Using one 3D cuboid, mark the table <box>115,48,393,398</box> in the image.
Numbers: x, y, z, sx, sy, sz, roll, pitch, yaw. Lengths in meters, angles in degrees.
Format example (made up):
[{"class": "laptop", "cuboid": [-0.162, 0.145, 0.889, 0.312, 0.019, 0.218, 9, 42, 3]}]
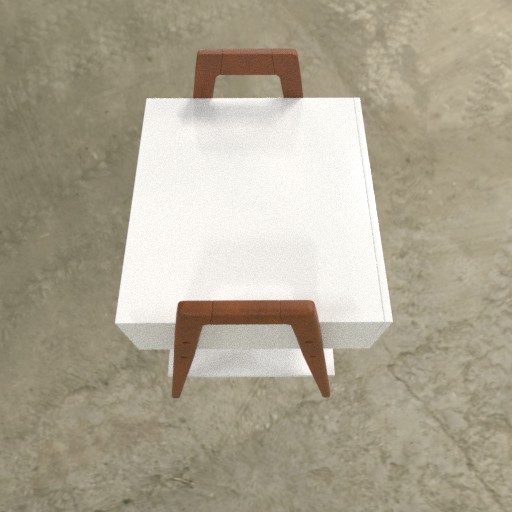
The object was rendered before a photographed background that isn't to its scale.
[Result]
[{"class": "table", "cuboid": [0.000, 0.000, 0.889, 0.405, 0.610, 0.457, 0, 64, 0]}]
